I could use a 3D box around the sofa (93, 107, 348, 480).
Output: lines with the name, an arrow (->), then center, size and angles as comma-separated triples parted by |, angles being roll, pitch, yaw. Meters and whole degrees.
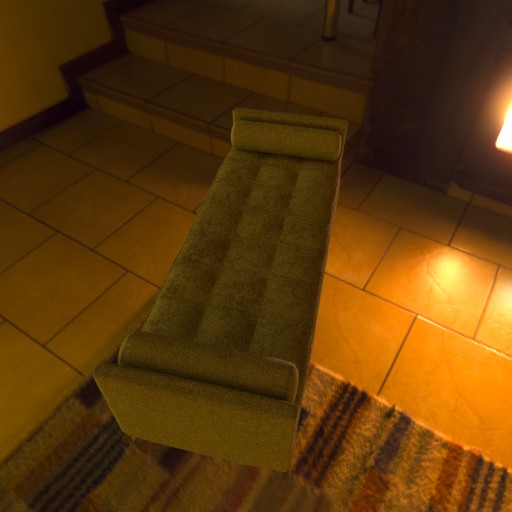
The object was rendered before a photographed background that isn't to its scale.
sofa -> 0.000, 0.000, 2.511 | 0.797, 0.657, 2.102 | 10, 47, 9
